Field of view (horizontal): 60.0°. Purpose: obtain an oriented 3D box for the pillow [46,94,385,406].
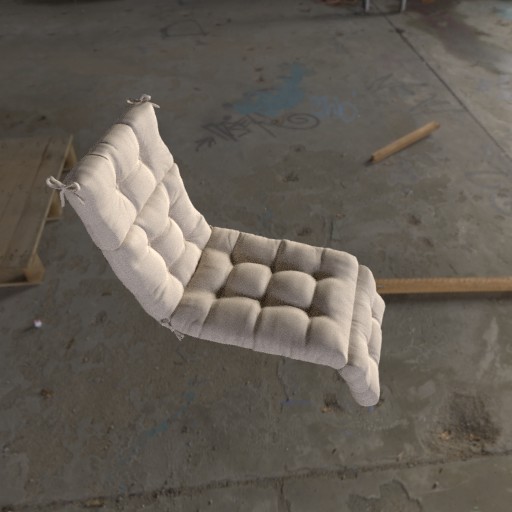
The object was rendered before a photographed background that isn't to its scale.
[{"bbox_3d":[0.000,0.000,1.533,1.016,0.863,0.526,10,47,10],"label":"pillow"}]
